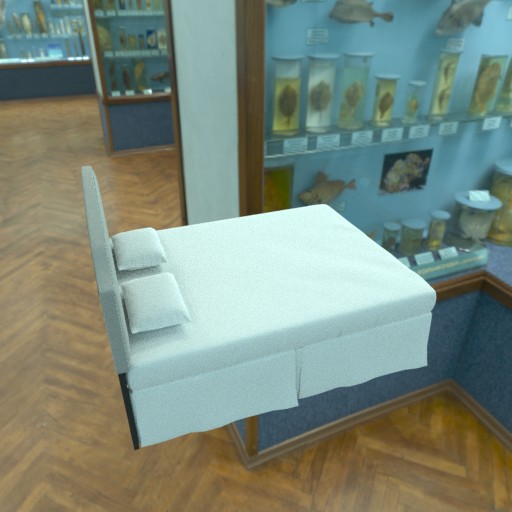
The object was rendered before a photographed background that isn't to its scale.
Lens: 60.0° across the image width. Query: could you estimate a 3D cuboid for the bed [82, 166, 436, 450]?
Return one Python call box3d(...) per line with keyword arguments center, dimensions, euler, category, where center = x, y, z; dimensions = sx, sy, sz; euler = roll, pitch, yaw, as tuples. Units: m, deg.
box3d(center=(0.000, 0.000, 3.008), dimensions=(1.999, 1.270, 1.558), euler=(-11, 32, -18), category="bed")
